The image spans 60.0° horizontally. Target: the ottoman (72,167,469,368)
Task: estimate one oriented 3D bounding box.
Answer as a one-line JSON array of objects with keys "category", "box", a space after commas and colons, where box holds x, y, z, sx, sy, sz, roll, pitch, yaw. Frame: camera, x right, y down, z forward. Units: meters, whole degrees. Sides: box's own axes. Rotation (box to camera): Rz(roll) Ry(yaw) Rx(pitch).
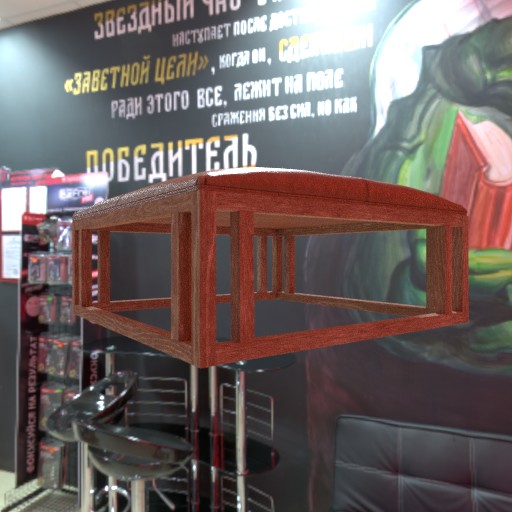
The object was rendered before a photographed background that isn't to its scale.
[{"category": "ottoman", "box": [0.000, 0.000, 1.582, 1.013, 0.442, 1.016, 0, 0, -36]}]
